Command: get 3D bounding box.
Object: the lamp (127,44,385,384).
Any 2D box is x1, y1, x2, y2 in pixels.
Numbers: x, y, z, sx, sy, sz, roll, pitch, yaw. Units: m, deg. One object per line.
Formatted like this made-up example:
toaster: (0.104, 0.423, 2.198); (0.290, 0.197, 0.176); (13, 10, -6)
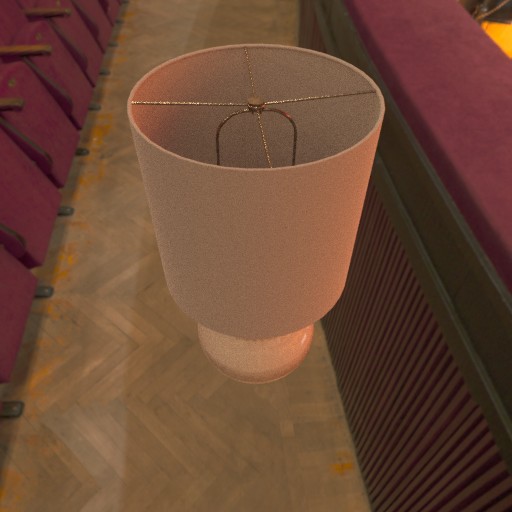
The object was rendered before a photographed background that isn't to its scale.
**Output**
lamp: (0.000, 0.000, 0.526); (0.217, 0.404, 0.217); (-4, 47, -4)
